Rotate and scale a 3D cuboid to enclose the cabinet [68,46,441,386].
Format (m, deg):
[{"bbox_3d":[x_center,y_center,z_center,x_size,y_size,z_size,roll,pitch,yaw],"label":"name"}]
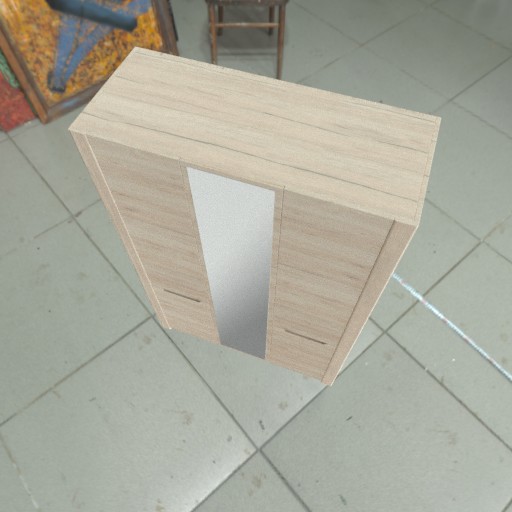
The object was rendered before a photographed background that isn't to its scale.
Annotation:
[{"bbox_3d":[0.000,0.000,2.677,1.400,2.070,0.580,17,60,10],"label":"cabinet"}]
